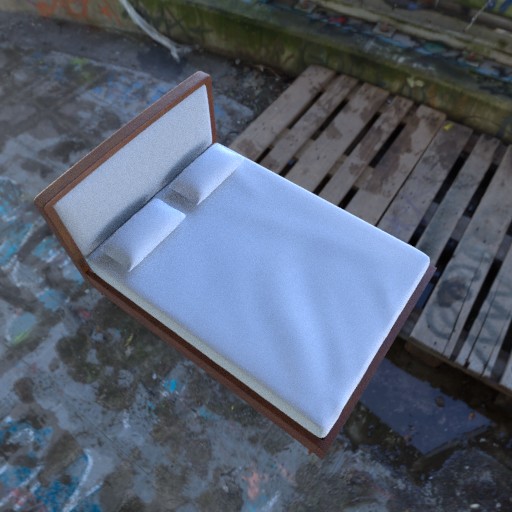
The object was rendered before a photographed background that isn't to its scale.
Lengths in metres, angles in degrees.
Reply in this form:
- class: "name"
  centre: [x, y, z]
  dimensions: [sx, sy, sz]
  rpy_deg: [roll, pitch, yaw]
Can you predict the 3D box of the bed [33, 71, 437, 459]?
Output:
- class: "bed"
  centre: [0.000, 0.000, 3.187]
  dimensions: [2.196, 1.275, 1.587]
  rpy_deg: [32, 63, 18]
